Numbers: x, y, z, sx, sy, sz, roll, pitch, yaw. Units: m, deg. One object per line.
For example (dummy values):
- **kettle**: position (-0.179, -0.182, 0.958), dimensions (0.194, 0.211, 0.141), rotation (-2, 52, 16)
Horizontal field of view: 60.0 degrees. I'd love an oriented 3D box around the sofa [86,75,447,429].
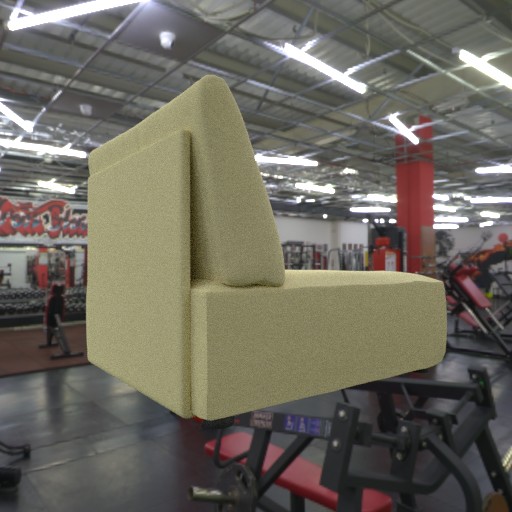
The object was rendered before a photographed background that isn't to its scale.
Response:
- **sofa**: position (0.000, 0.000, 1.637), dimensions (1.000, 0.820, 0.930), rotation (1, -1, -37)
